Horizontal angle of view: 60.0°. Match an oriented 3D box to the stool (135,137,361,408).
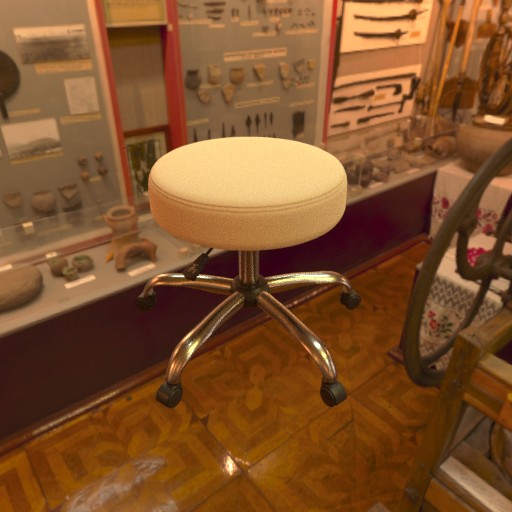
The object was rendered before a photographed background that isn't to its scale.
[{"bbox_3d":[0.000,0.000,1.053,0.634,0.482,0.614,-21,37,-31],"label":"stool"}]
